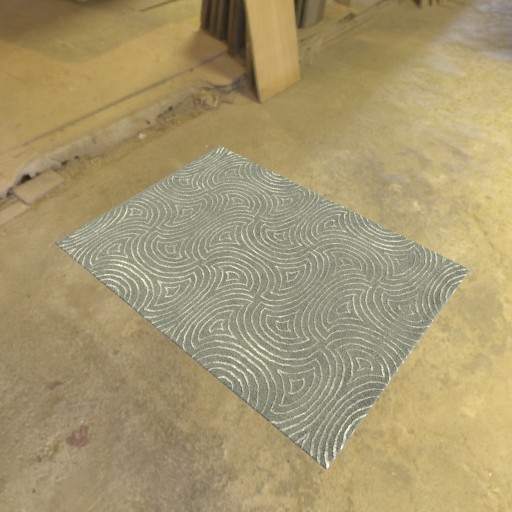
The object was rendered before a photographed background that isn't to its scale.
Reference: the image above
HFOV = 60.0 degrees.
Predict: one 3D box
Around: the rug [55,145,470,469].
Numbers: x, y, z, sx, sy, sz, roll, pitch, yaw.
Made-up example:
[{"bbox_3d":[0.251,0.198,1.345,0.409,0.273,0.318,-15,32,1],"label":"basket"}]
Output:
[{"bbox_3d":[0.000,0.000,2.809,2.144,0.015,1.543,32,54,27],"label":"rug"}]
